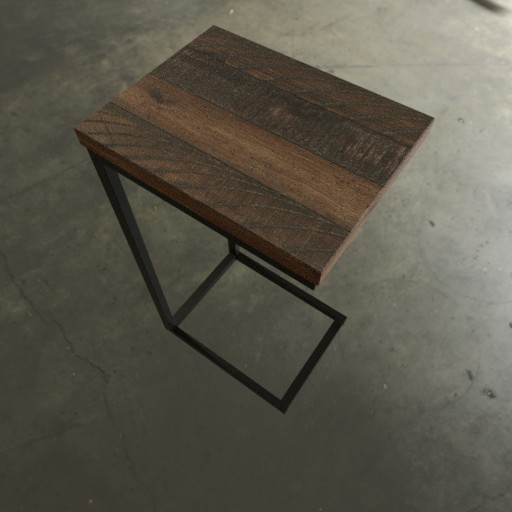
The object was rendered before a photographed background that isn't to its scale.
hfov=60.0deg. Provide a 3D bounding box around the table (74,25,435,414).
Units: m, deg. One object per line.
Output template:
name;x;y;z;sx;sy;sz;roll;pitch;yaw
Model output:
table;0.000;0.000;0.942;0.414;0.718;0.323;31;63;18
